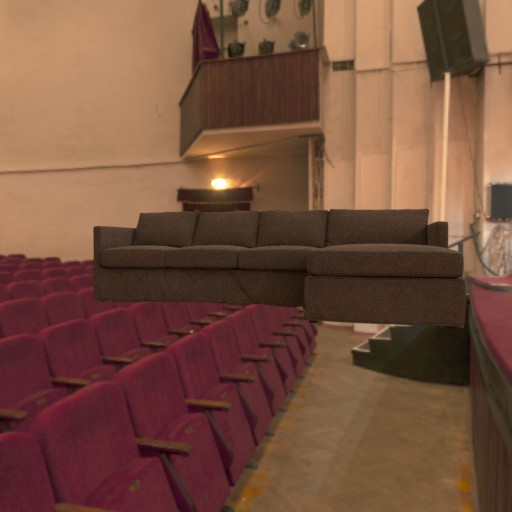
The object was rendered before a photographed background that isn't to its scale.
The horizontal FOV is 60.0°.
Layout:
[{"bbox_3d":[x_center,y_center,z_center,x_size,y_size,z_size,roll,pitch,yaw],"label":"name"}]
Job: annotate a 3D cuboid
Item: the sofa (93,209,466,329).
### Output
[{"bbox_3d":[0.000,0.000,3.936,3.205,0.922,1.650,0,1,15],"label":"sofa"}]
